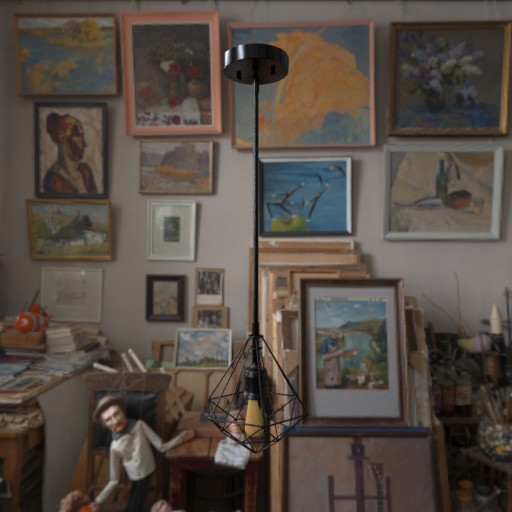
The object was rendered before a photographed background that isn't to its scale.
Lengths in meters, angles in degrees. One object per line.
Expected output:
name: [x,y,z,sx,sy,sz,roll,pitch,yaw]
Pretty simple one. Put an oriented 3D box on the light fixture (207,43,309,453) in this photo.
light fixture: [0.000,0.000,1.985,0.487,1.764,0.431,0,0,-37]
